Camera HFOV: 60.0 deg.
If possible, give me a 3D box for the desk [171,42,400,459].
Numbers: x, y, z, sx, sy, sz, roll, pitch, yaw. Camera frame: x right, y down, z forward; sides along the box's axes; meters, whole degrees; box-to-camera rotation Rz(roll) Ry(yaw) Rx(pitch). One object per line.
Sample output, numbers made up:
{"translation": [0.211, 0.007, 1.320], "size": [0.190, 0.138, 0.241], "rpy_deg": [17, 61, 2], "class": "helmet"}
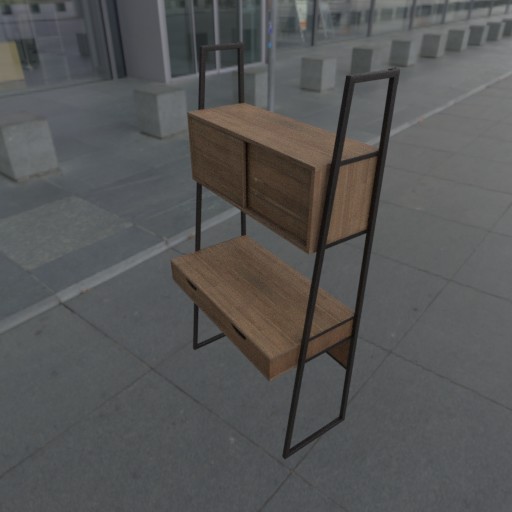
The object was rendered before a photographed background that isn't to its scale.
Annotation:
{"translation": [0.000, 0.000, 2.191], "size": [0.515, 1.809, 0.982], "rpy_deg": [-20, 37, -29], "class": "desk"}
